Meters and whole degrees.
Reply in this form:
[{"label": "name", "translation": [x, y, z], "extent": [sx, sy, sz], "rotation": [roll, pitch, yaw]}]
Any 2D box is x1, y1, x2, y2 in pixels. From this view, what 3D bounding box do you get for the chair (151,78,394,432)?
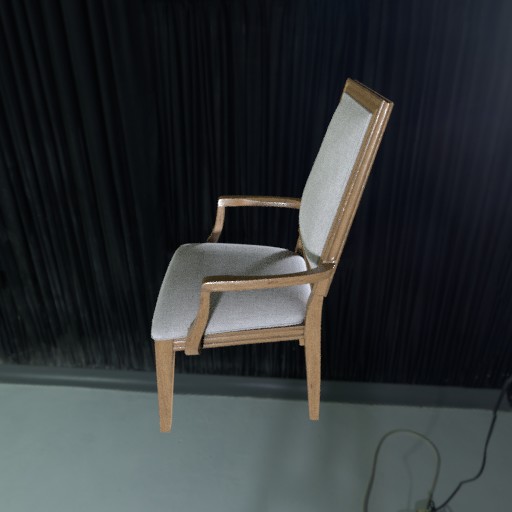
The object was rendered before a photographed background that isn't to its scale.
[{"label": "chair", "translation": [0.000, 0.000, 1.380], "extent": [0.602, 0.990, 0.606], "rotation": [0, 28, 0]}]
